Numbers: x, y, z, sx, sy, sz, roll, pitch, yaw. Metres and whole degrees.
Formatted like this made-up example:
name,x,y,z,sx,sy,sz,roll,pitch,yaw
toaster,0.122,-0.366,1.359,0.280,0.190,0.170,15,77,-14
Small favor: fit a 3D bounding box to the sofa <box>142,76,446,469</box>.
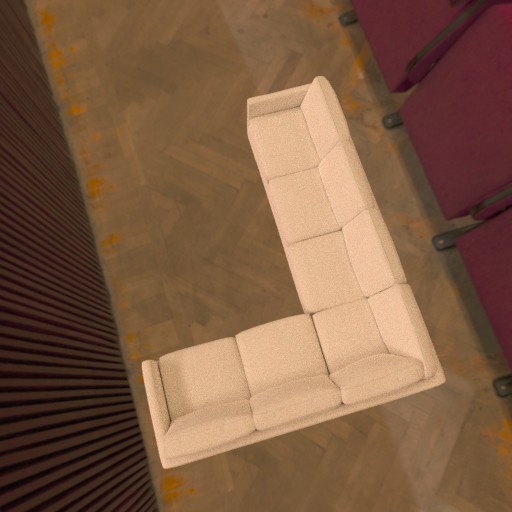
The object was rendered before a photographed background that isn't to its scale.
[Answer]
name,x,y,z,sx,sy,sz,roll,pitch,yaw
sofa,0.000,0.000,4.445,2.593,0.947,3.302,-15,74,-4
